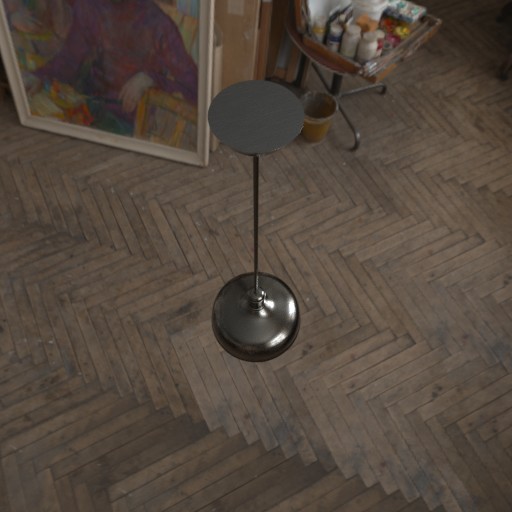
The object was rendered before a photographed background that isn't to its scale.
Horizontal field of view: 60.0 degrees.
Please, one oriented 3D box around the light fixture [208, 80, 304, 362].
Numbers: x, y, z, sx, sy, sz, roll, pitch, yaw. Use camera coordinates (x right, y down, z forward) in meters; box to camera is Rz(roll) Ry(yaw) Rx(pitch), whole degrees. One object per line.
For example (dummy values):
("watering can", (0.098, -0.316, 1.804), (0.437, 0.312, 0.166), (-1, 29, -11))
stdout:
("light fixture", (0.000, 0.000, 1.071), (0.299, 0.935, 0.299), (-18, 65, -9))
